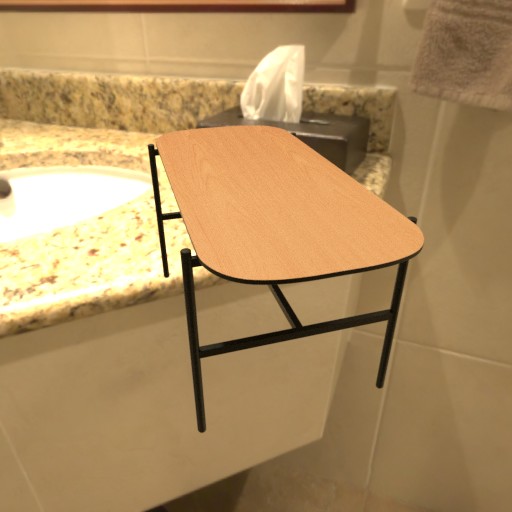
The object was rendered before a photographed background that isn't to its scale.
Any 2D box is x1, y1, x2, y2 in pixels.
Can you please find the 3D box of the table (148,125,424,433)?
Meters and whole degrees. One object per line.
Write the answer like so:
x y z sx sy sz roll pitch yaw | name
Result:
0.000 0.000 1.031 0.400 0.400 0.800 -9 31 -14 | table
